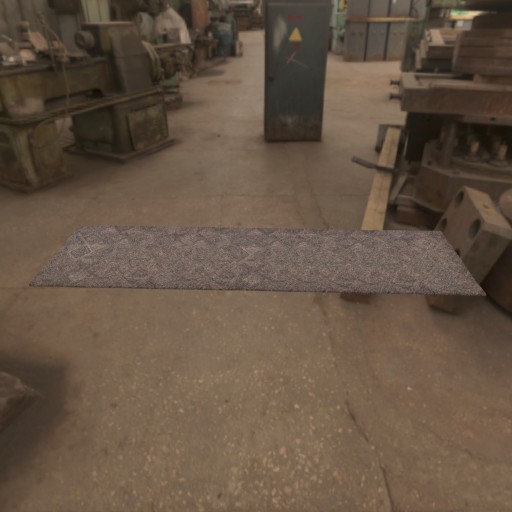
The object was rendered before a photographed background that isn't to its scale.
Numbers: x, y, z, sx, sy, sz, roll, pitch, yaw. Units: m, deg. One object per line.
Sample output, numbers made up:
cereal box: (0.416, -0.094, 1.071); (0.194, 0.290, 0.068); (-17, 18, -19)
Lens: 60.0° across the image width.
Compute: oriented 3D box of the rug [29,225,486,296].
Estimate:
rug: (0.000, 0.000, 2.512); (2.296, 0.011, 0.691); (1, 30, 2)
